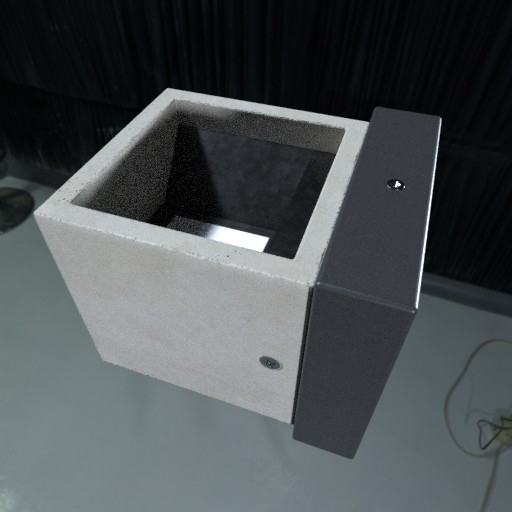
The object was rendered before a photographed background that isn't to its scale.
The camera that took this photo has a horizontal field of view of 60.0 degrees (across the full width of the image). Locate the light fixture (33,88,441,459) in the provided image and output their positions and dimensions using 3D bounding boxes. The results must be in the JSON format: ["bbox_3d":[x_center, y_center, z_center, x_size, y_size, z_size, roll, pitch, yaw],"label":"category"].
[{"bbox_3d":[0.000,0.000,0.228,0.143,0.121,0.121,14,48,13],"label":"light fixture"}]
